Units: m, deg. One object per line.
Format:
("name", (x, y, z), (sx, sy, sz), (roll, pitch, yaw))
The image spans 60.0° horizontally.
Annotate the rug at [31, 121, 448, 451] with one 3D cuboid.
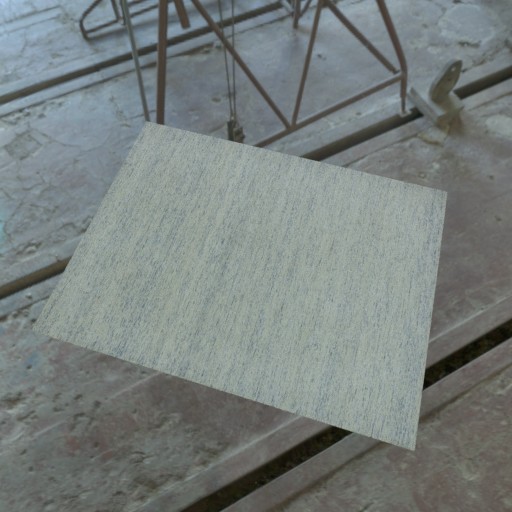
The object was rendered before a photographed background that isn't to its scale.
("rug", (0.000, 0.000, 4.036), (3.197, 0.006, 2.438), (15, 64, 8))
